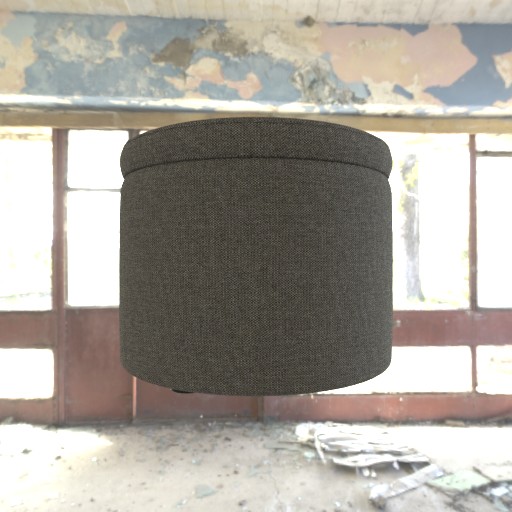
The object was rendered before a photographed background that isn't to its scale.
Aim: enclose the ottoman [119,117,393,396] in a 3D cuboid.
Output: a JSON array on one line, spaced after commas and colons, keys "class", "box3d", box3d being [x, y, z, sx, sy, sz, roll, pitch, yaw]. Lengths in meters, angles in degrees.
[{"class": "ottoman", "box3d": [0.000, 0.000, 0.880, 0.520, 0.430, 0.520, 0, 0, 0]}]
